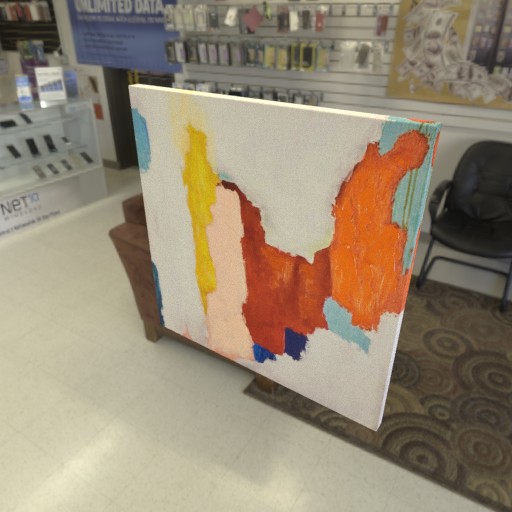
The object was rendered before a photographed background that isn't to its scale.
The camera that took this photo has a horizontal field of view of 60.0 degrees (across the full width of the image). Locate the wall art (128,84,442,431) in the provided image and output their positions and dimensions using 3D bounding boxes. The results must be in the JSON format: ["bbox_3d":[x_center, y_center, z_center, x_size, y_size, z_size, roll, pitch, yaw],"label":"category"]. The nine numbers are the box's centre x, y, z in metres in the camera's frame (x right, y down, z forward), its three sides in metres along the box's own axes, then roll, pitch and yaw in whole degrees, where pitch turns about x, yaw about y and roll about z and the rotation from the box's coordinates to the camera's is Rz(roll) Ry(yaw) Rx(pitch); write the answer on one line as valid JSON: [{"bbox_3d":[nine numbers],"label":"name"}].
[{"bbox_3d":[0.000,0.000,1.210,0.814,0.814,0.037,19,35,30],"label":"wall art"}]
